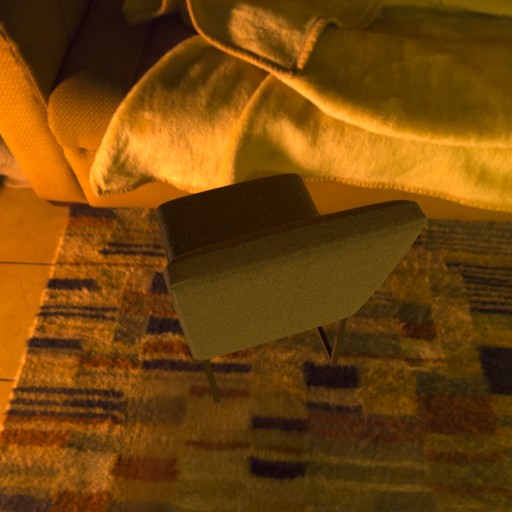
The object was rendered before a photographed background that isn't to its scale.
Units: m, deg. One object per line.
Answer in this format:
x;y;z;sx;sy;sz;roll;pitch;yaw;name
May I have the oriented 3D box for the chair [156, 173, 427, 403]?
0.000;0.000;1.337;0.520;0.930;0.634;-15;58;-9;chair
